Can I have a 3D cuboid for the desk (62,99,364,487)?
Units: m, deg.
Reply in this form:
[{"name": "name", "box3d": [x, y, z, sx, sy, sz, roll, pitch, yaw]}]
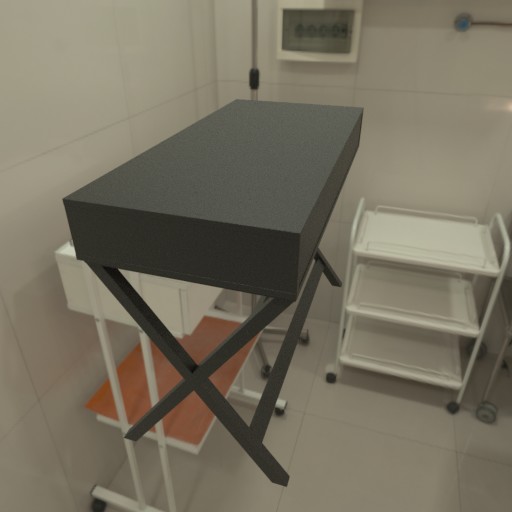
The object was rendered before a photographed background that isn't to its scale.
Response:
[{"name": "desk", "box3d": [0.000, 0.000, 1.483, 0.504, 0.780, 1.057, 9, 32, 15]}]
